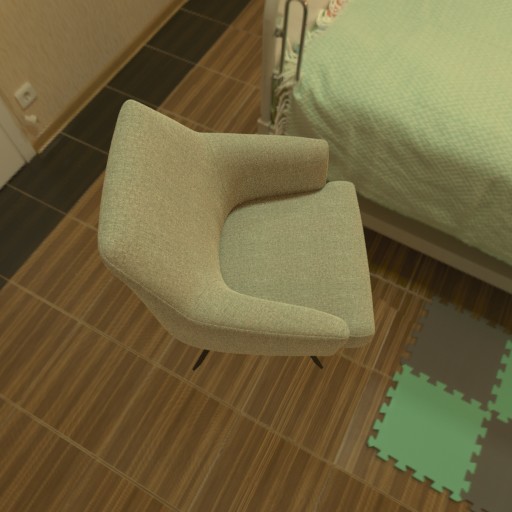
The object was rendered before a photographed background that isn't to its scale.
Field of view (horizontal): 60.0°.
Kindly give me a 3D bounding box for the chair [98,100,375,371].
[{"bbox_3d":[0.000,0.000,1.355,0.677,0.874,0.642,-1,63,0],"label":"chair"}]
